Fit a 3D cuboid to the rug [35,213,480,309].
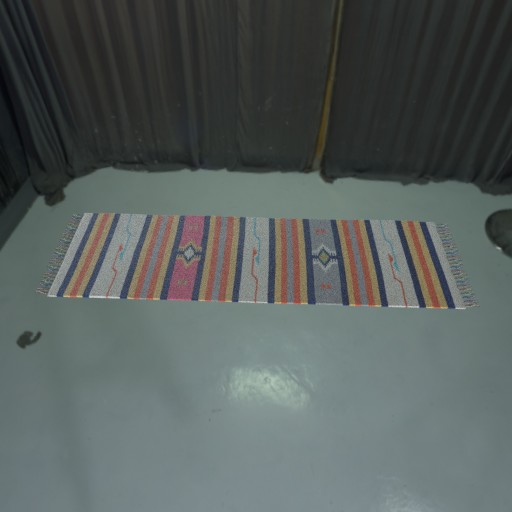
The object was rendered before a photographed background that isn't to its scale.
[{"bbox_3d":[0.000,0.000,2.664,2.455,0.017,0.695,2,46,2],"label":"rug"}]
